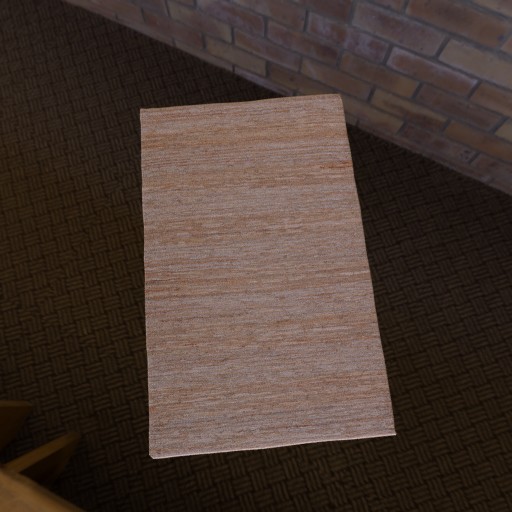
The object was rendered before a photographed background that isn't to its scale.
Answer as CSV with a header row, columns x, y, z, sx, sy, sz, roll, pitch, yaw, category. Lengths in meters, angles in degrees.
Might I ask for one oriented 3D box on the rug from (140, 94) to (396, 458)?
x,y,z,sx,sy,sz,roll,pitch,yaw,category
0.000,0.000,3.039,1.529,0.009,2.446,-5,75,-1,rug
